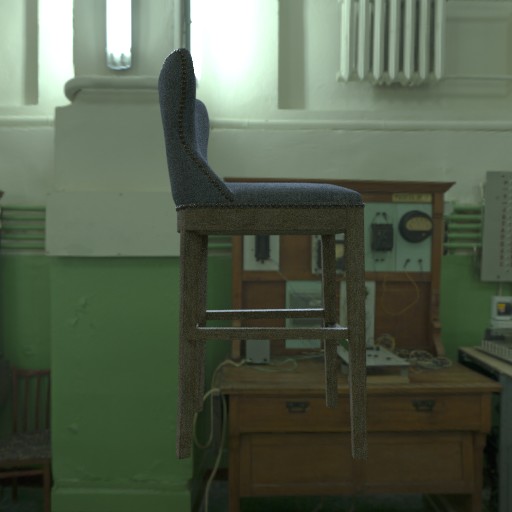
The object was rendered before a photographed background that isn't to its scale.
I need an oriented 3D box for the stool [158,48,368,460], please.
[{"bbox_3d":[0.000,0.000,1.416,0.606,1.123,0.494,0,1,-1],"label":"stool"}]
